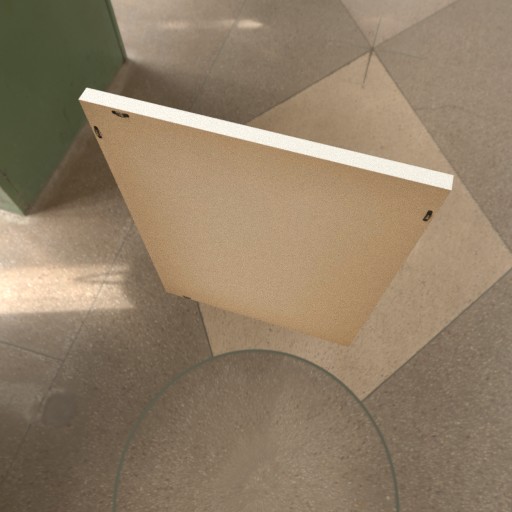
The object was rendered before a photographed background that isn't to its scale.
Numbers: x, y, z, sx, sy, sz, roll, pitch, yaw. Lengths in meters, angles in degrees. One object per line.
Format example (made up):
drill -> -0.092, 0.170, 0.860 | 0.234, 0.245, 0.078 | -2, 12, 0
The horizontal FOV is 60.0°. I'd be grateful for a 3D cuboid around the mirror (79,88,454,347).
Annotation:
mirror -> 0.000, 0.000, 1.321 | 0.762, 1.016, 0.041 | 16, 63, 8
